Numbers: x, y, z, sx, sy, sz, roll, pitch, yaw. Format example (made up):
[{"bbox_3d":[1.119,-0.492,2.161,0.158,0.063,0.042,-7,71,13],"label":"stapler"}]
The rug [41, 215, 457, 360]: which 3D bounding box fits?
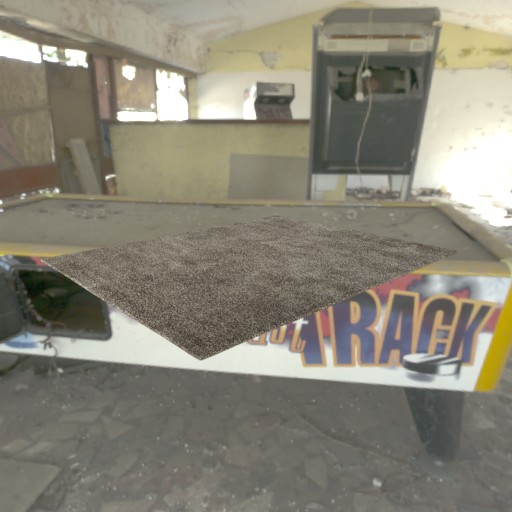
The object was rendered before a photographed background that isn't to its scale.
[{"bbox_3d":[0.000,0.000,4.071,3.000,0.025,2.401,-14,21,-41],"label":"rug"}]
